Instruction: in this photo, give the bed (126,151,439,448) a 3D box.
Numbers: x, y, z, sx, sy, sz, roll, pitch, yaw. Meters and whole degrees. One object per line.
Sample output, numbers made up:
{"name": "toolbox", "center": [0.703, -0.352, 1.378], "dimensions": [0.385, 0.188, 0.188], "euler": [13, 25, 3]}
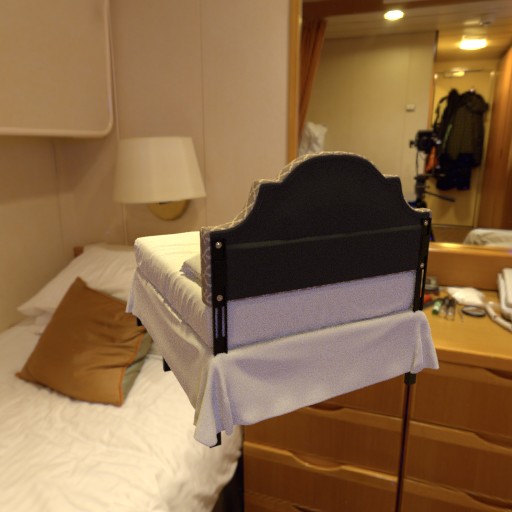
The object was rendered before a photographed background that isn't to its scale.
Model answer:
{"name": "bed", "center": [0.000, 0.000, 3.490], "dimensions": [1.780, 1.633, 2.222], "euler": [-7, 16, -26]}
